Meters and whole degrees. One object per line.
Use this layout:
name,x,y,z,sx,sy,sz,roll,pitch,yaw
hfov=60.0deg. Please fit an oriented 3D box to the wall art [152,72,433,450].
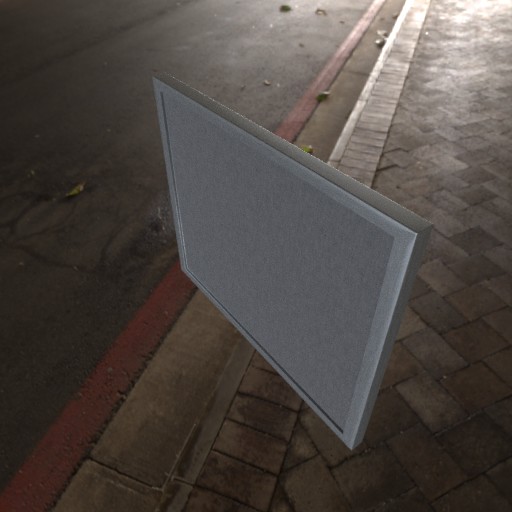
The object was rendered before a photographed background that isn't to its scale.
wall art,0.000,0.000,0.755,0.028,0.457,0.556,-27,48,-27
